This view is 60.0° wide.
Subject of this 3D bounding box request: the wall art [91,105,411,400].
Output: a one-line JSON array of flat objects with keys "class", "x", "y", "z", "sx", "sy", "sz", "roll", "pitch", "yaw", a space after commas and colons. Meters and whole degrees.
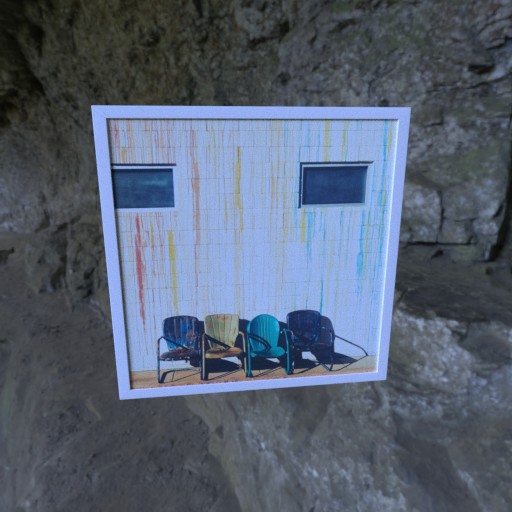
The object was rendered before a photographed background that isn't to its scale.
[{"class": "wall art", "x": 0.000, "y": 0.000, "z": 0.479, "sx": 0.305, "sy": 0.305, "sz": 0.038, "roll": -2, "pitch": 16, "yaw": -7}]
